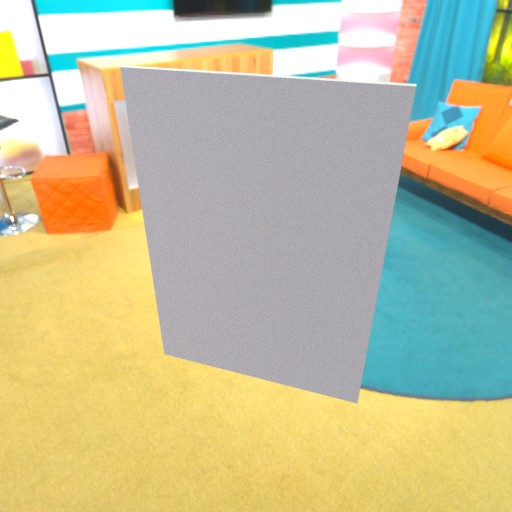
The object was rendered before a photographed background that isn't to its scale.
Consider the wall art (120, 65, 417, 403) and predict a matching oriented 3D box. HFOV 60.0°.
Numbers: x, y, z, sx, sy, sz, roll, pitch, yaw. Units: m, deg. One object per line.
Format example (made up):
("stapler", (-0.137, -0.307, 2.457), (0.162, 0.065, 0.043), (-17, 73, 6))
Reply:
("wall art", (0.000, 0.000, 0.693), (0.381, 0.533, 0.013), (10, 34, 15))
